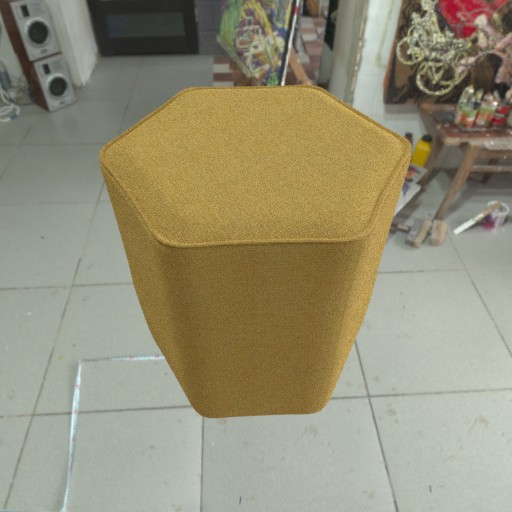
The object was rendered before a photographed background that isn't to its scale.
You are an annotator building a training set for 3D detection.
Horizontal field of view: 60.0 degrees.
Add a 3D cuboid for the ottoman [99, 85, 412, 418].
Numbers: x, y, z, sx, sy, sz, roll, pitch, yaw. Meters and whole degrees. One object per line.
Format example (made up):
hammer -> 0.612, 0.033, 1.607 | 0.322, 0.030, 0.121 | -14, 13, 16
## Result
ottoman -> 0.000, 0.000, 0.860 | 0.443, 0.502, 0.494 | -25, 50, -22
